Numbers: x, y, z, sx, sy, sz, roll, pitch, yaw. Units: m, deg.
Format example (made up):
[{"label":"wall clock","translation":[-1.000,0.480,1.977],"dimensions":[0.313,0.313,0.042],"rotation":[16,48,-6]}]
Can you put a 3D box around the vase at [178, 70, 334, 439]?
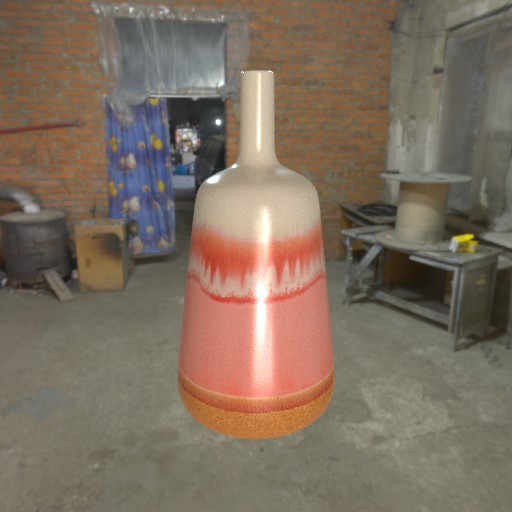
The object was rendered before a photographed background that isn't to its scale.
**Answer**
[{"label":"vase","translation":[0.000,0.000,0.385],"dimensions":[0.144,0.296,0.144],"rotation":[0,15,0]}]
